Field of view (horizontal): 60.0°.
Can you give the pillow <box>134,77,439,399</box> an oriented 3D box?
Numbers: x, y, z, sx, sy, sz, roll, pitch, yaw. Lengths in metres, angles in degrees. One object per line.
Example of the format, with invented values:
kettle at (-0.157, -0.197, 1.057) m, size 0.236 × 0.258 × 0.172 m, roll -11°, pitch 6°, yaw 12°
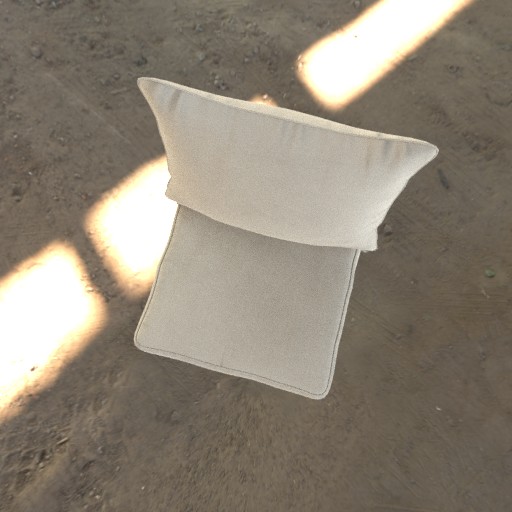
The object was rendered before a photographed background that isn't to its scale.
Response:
pillow at (0.000, 0.000, 1.353) m, size 0.798 × 0.716 × 0.733 m, roll 15°, pitch 76°, yaw 4°
